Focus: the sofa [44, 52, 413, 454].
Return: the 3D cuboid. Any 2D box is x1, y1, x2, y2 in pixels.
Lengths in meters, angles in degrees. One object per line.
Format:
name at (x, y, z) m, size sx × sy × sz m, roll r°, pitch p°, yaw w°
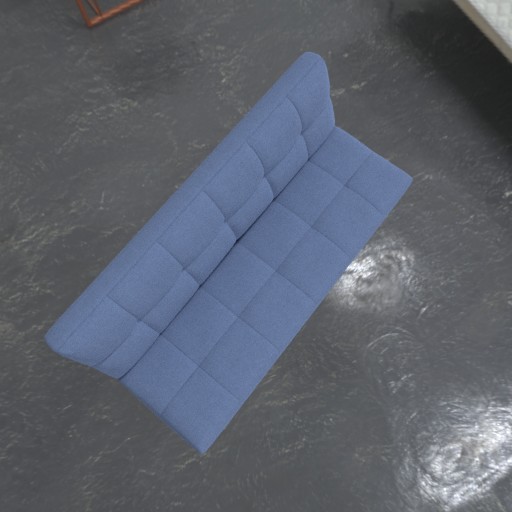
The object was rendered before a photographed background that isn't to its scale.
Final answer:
sofa at (0.000, 0.000, 2.243) m, size 0.796 × 0.800 × 1.800 m, roll 38°, pitch 78°, yaw 10°
